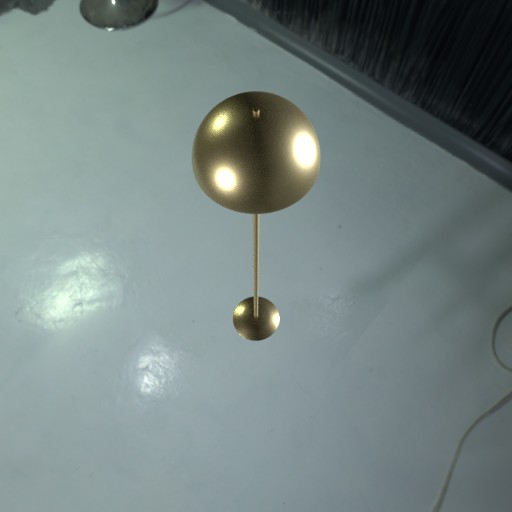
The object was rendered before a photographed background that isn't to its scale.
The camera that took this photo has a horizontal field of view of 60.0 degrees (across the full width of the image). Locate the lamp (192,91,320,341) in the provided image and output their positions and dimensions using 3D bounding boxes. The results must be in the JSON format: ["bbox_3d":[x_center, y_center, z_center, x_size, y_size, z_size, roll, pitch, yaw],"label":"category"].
[{"bbox_3d":[0.000,0.000,1.647,0.328,1.480,0.328,35,69,16],"label":"lamp"}]
